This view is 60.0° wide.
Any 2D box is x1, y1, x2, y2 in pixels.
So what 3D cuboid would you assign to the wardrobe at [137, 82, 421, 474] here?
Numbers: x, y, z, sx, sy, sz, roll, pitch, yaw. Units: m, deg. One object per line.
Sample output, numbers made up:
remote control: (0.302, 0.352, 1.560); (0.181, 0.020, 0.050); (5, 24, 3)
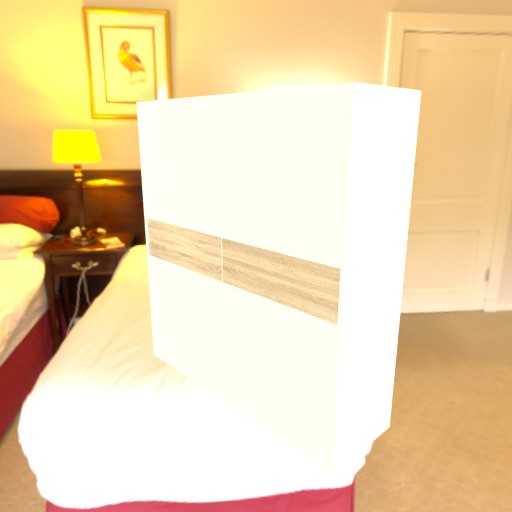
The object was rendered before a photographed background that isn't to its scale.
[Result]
wardrobe: (0.000, 0.000, 2.988); (0.600, 2.020, 1.830); (-15, 21, -42)
